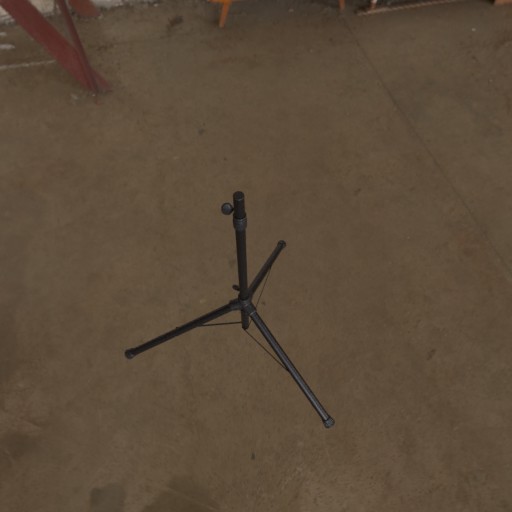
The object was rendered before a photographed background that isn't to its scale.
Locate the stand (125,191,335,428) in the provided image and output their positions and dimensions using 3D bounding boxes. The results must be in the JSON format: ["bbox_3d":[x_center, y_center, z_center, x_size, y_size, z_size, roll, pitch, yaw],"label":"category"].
[{"bbox_3d":[0.000,0.000,1.820,1.045,1.136,0.907,18,60,10],"label":"stand"}]
